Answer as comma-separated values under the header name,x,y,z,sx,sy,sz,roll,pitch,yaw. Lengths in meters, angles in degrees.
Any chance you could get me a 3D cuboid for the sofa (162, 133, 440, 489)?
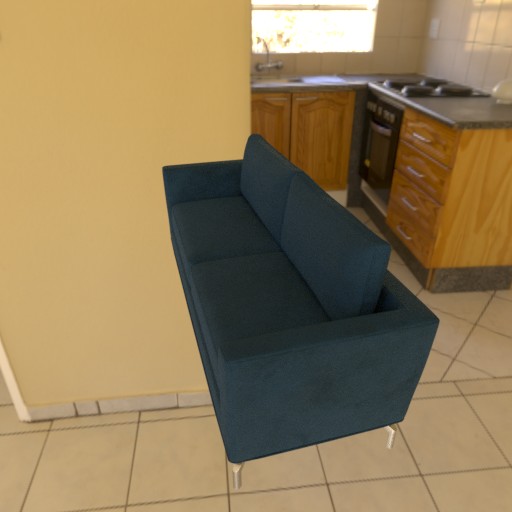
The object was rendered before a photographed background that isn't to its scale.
name,x,y,z,sx,sy,sz,roll,pitch,yaw
sofa,0.000,0.000,2.625,0.853,0.998,2.212,-8,30,-14
